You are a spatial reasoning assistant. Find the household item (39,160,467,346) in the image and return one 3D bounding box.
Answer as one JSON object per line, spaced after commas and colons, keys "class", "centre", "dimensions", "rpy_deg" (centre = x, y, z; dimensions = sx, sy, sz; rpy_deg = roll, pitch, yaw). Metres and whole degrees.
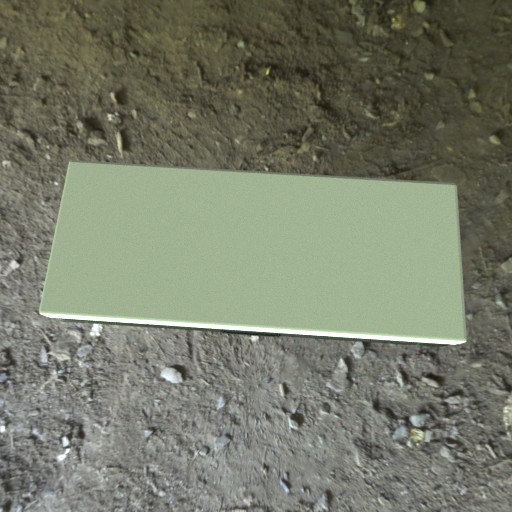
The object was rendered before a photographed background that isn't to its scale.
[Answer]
{"class": "household item", "centre": [0.000, 0.000, 2.175], "dimensions": [1.905, 0.356, 0.787], "rpy_deg": [4, 74, 1]}
